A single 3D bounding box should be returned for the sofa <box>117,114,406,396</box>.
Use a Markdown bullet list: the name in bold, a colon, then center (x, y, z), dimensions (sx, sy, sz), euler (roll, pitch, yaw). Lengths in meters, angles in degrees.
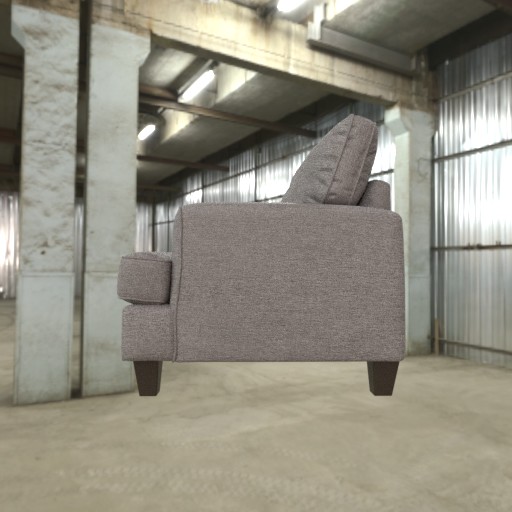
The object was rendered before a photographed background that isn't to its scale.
- **sofa**: center (0.000, 0.000, 2.236), dimensions (0.965, 0.965, 1.651), euler (0, -2, -1)
